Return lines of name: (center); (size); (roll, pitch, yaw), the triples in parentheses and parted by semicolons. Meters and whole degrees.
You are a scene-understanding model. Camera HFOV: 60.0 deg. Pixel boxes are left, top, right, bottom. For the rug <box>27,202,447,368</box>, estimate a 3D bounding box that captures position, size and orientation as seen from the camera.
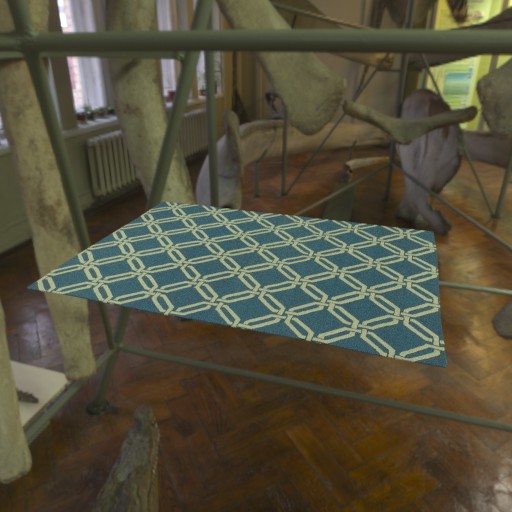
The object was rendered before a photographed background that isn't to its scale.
rug: (0.000, 0.000, 2.741); (2.135, 0.013, 1.524); (8, 27, 16)
